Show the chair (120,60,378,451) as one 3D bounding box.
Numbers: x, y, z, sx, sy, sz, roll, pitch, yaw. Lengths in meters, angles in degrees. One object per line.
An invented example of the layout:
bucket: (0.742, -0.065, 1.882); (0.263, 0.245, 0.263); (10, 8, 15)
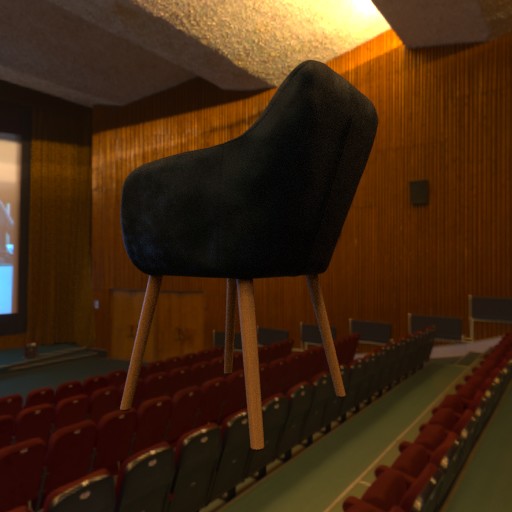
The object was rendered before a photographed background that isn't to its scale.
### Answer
chair: (0.000, 0.000, 1.214); (0.573, 0.826, 0.578); (0, 0, 35)
